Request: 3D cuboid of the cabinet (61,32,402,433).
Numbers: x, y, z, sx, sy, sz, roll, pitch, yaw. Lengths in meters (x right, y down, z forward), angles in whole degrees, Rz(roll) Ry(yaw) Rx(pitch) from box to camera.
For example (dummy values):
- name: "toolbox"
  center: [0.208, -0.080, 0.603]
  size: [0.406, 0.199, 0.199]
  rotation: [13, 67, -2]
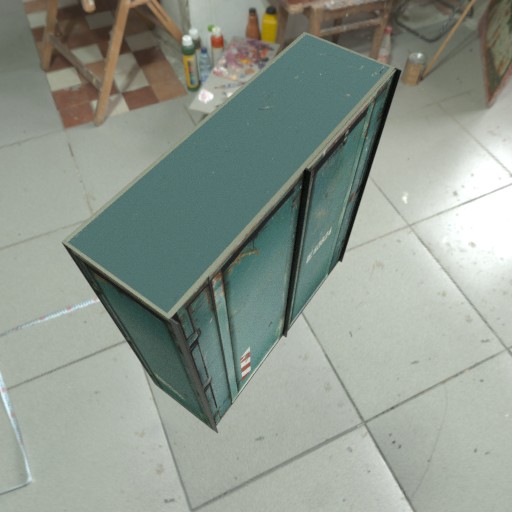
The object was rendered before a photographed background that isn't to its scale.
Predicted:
- name: "cabinet"
  center: [0.000, 0.000, 3.198]
  size: [0.680, 2.160, 2.000]
  rotation: [31, 63, 18]
